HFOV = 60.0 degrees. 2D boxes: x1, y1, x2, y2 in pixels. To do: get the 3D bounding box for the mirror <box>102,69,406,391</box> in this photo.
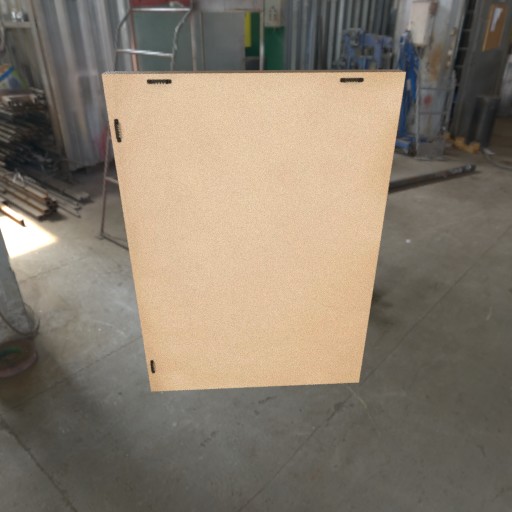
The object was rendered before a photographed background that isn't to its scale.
[{"bbox_3d":[0.000,0.000,0.920,0.507,0.710,0.040,-2,29,-3],"label":"mirror"}]
